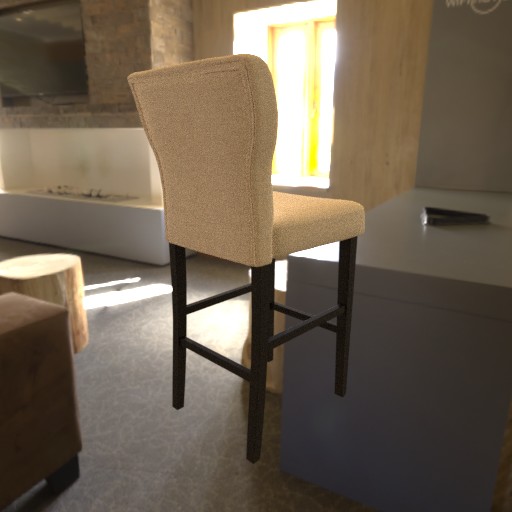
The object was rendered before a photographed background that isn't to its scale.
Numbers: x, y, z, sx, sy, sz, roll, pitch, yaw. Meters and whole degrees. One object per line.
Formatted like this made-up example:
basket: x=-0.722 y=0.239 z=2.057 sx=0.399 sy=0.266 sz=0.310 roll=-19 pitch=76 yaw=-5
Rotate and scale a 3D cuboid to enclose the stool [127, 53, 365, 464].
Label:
stool: x=0.000 y=0.000 z=1.459 sx=0.516 sy=1.124 sz=0.603 roll=15 pitch=22 yaw=42
